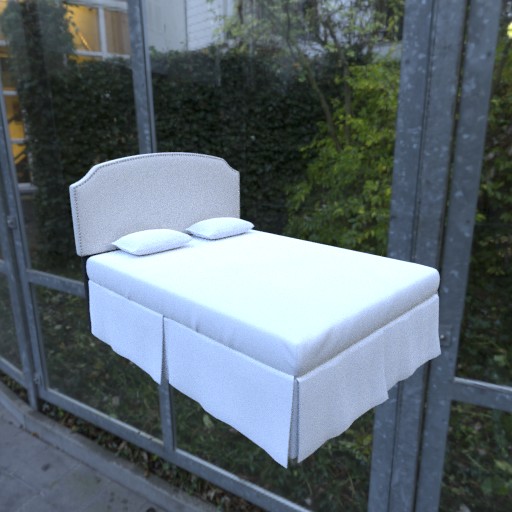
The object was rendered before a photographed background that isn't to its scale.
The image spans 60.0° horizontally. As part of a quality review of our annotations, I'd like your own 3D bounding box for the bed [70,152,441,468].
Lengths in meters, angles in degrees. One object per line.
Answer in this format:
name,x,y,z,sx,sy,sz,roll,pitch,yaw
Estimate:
bed,0.000,0.000,2.927,1.999,1.270,1.558,15,21,42
